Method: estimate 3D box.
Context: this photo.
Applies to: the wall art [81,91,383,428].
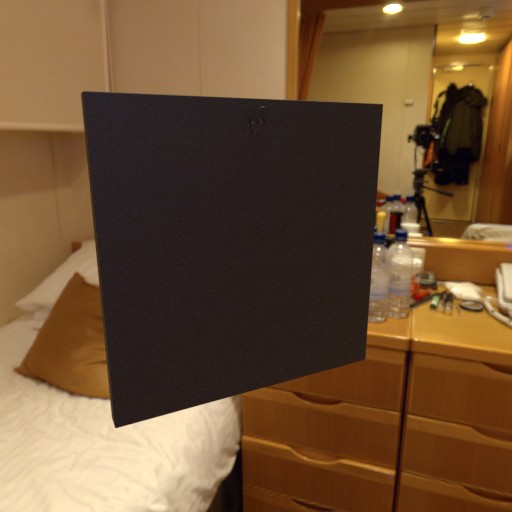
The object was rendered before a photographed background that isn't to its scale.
[{"bbox_3d":[0.000,0.000,0.520,0.349,0.349,0.038,-7,17,-26],"label":"wall art"}]
